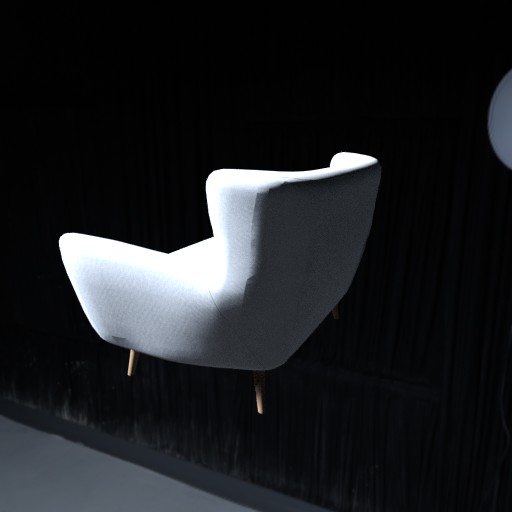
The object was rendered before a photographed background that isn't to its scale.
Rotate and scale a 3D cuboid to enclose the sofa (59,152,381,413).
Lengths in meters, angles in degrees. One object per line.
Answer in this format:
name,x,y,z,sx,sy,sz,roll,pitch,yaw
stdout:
sofa,0.000,0.000,2.017,0.921,0.878,1.424,8,17,25
